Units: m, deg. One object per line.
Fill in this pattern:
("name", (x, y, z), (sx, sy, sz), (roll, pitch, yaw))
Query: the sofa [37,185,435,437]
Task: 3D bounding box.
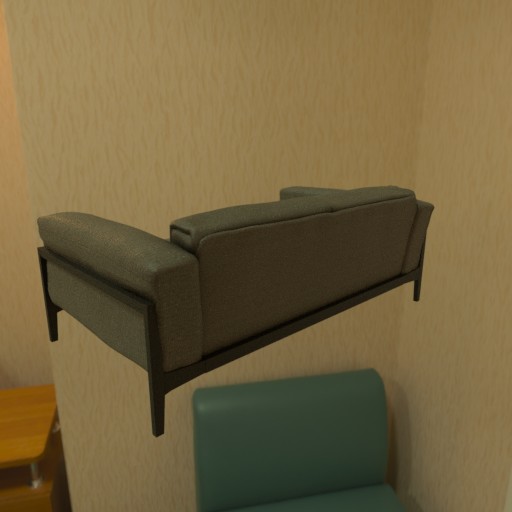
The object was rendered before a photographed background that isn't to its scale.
("sofa", (0.000, 0.000, 2.134), (1.690, 0.656, 0.960), (-14, 21, -41))
